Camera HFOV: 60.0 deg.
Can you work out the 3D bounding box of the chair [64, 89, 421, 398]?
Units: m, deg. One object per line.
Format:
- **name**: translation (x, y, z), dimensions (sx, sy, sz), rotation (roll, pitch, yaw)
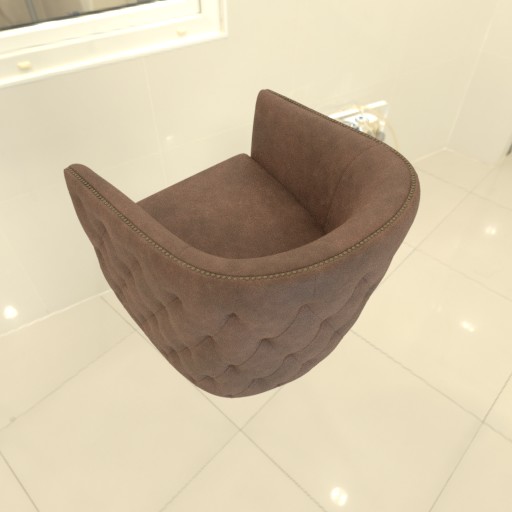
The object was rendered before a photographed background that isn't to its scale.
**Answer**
- **chair**: translation (0.000, 0.000, 1.517), dimensions (0.850, 0.790, 0.870), rotation (-31, 54, -26)
